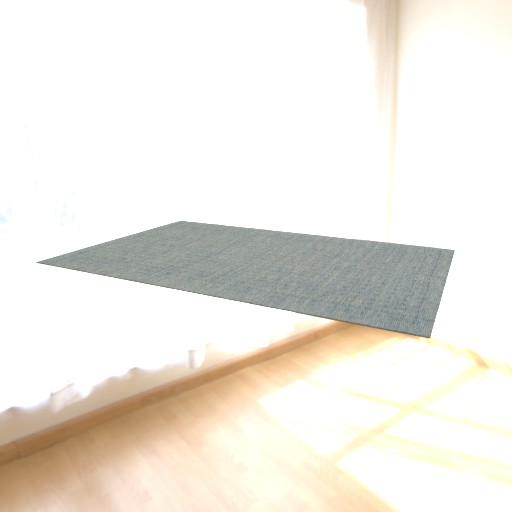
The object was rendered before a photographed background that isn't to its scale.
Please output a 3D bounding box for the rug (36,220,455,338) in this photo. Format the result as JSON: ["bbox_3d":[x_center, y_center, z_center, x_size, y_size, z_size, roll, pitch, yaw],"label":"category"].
[{"bbox_3d":[0.000,0.000,2.203,1.752,0.006,1.142,8,18,26],"label":"rug"}]
